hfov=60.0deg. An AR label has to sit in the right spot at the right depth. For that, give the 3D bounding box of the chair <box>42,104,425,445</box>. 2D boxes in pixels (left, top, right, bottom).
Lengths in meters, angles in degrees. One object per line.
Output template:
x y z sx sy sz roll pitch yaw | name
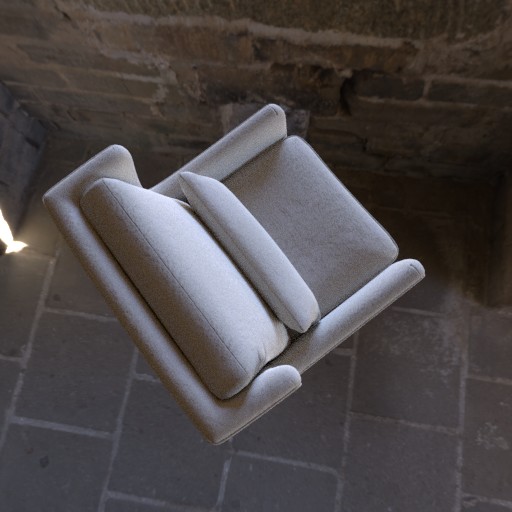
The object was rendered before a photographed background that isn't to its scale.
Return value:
0.000 0.000 1.854 1.040 1.056 0.982 -37 78 -9 | chair
